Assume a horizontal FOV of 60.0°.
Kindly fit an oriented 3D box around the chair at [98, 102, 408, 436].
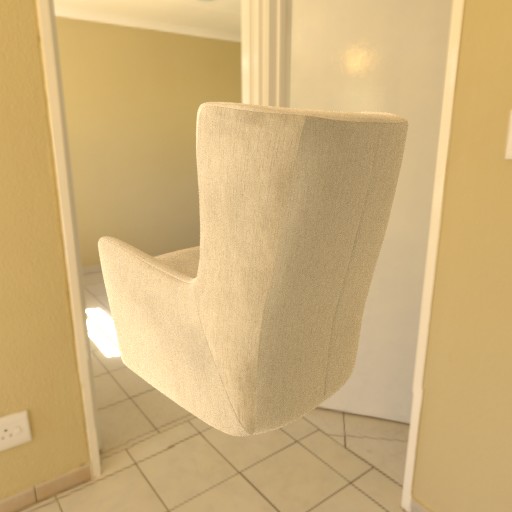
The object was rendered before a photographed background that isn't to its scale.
[{"bbox_3d":[0.000,0.000,1.593,0.904,1.000,0.779,14,21,42],"label":"chair"}]
